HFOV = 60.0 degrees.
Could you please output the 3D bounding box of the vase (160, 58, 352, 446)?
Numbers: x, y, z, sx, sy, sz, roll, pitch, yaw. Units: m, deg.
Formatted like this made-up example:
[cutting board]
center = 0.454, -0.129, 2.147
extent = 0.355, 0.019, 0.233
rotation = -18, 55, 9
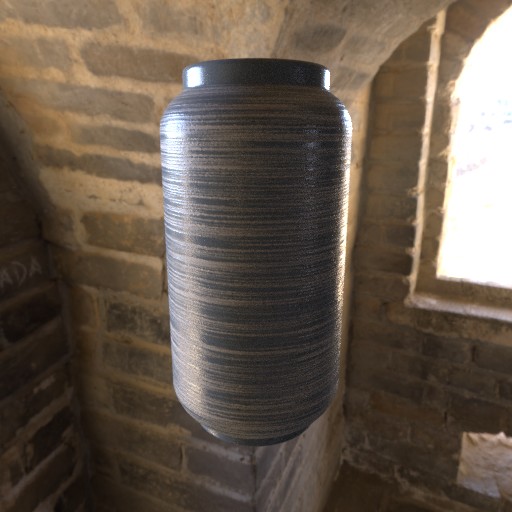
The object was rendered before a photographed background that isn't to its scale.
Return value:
[vase]
center = 0.000, 0.000, 0.294
extent = 0.116, 0.230, 0.116
rotation = 0, 15, 0
